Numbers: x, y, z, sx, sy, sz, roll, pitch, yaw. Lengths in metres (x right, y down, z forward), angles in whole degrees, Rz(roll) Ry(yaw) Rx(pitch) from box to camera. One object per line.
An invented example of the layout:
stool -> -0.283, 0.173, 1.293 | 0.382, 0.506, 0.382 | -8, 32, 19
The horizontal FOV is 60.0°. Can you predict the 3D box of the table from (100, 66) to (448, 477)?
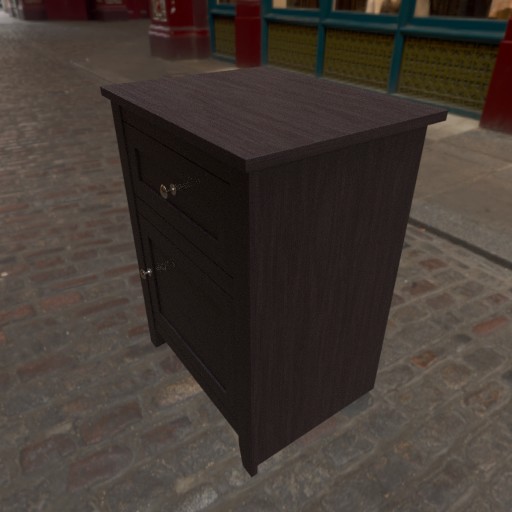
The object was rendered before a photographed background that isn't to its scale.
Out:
table -> 0.000, 0.000, 0.918 | 0.381, 0.635, 0.480 | -21, 38, -29
